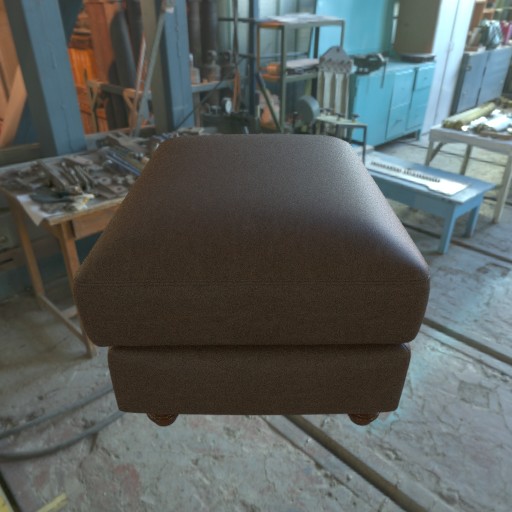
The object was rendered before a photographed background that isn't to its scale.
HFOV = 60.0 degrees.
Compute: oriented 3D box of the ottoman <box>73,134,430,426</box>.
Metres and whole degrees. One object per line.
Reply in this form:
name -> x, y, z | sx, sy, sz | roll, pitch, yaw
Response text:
ottoman -> 0.000, 0.000, 1.145 | 0.635, 0.508, 0.787 | 0, 31, 0
